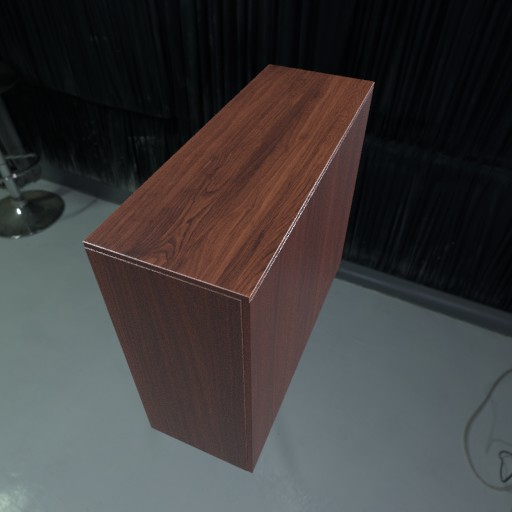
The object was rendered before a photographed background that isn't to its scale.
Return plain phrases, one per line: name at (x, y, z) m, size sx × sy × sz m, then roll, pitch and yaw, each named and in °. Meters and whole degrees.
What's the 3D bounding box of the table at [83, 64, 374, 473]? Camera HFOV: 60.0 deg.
table at (0.000, 0.000, 1.369) m, size 0.380 × 0.790 × 0.930 m, roll 17°, pitch 47°, yaw 17°
